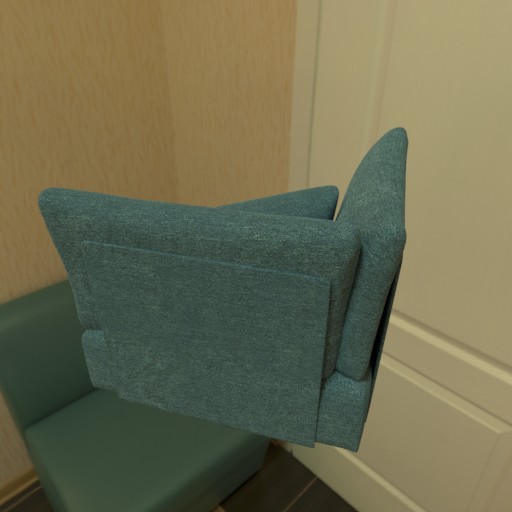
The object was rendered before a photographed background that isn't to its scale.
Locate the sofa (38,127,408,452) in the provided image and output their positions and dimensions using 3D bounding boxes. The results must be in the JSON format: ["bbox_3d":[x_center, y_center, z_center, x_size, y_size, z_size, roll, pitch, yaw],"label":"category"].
[{"bbox_3d":[0.000,0.000,1.699,1.000,0.820,1.000,9,32,14],"label":"sofa"}]
